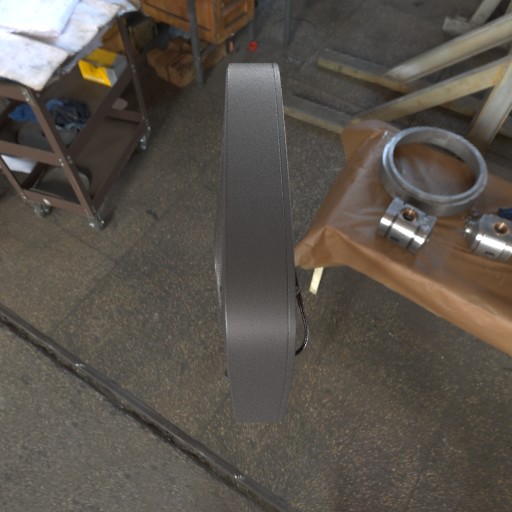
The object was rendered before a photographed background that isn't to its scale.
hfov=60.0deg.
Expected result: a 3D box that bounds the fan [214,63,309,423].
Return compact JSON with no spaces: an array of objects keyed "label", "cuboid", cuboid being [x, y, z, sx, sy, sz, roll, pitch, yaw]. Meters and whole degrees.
[{"label":"fan","cuboid":[0.000,0.000,0.797,0.142,0.533,0.526,-1,58,-1]}]
